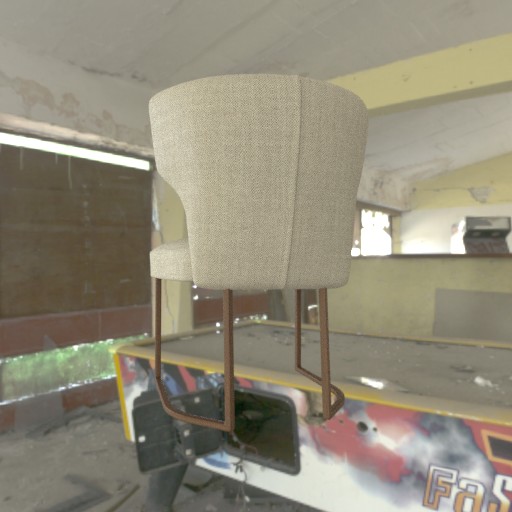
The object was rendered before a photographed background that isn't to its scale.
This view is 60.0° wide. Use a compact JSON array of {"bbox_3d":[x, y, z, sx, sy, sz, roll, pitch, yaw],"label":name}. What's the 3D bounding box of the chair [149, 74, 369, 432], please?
[{"bbox_3d":[0.000,0.000,1.268,0.611,0.824,0.617,0,-1,-18],"label":"chair"}]
